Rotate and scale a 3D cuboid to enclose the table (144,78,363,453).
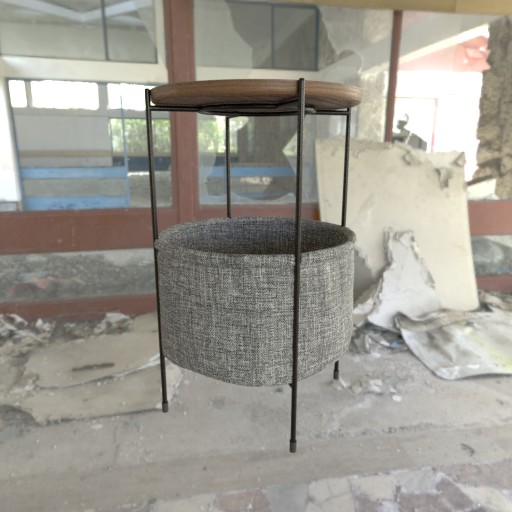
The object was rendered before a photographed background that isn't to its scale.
[{"bbox_3d":[0.000,0.000,0.896,0.400,0.623,0.400,7,16,25],"label":"table"}]
